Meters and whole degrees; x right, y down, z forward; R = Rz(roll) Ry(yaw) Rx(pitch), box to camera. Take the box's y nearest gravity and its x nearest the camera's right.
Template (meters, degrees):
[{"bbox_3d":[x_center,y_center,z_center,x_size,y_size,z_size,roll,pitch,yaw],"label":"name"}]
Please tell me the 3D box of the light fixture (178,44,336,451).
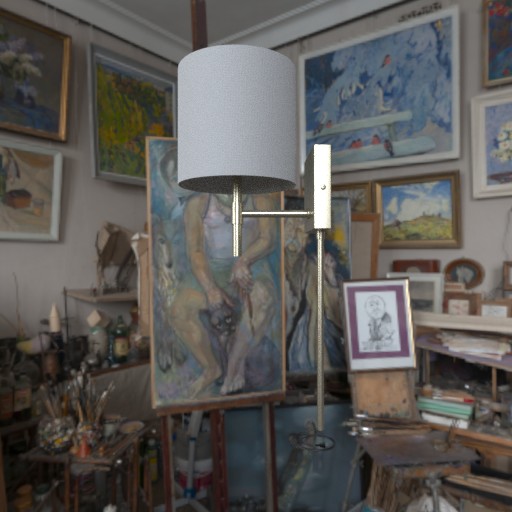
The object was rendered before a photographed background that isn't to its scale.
[{"bbox_3d":[0.000,0.000,0.711,0.248,0.589,0.188,0,0,0],"label":"light fixture"}]
